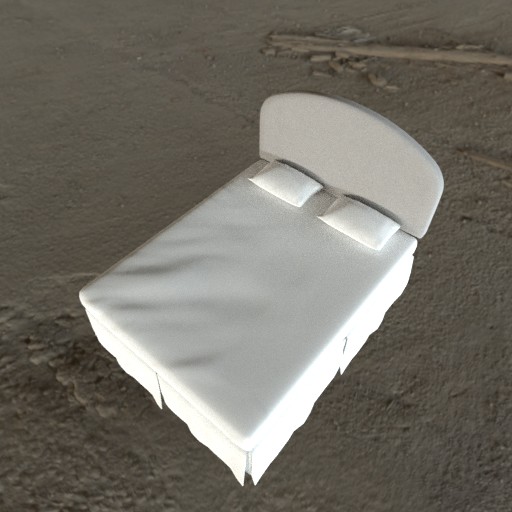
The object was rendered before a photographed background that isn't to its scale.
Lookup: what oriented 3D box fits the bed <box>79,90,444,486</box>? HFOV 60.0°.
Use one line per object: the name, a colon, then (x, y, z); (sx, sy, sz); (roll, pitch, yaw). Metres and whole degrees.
bed: (0.000, 0.000, 2.983); (1.607, 1.410, 2.005); (33, 56, 25)
